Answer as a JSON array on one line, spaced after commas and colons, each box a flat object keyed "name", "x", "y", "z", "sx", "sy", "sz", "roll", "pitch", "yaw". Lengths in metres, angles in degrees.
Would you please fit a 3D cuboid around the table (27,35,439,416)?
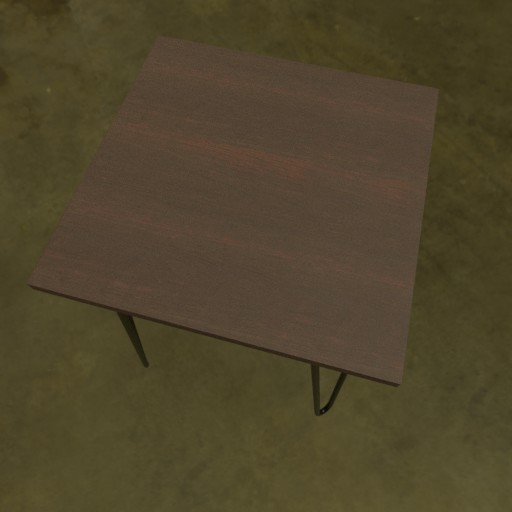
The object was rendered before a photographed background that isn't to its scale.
[{"name": "table", "x": 0.000, "y": 0.000, "z": 0.913, "sx": 0.495, "sy": 0.559, "sz": 0.495, "roll": 14, "pitch": 65, "yaw": 6}]
